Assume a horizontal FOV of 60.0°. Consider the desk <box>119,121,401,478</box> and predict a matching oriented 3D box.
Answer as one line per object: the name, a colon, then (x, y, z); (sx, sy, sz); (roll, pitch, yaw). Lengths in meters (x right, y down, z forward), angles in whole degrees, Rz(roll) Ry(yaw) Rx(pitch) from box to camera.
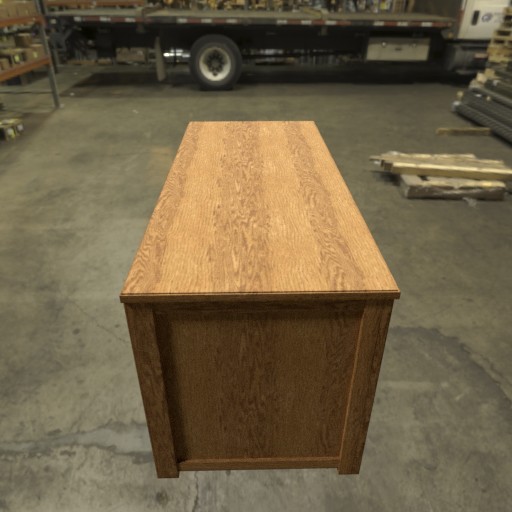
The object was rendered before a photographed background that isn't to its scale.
desk: (0.000, 0.000, 1.922); (0.685, 0.751, 1.567); (-1, 31, -1)
